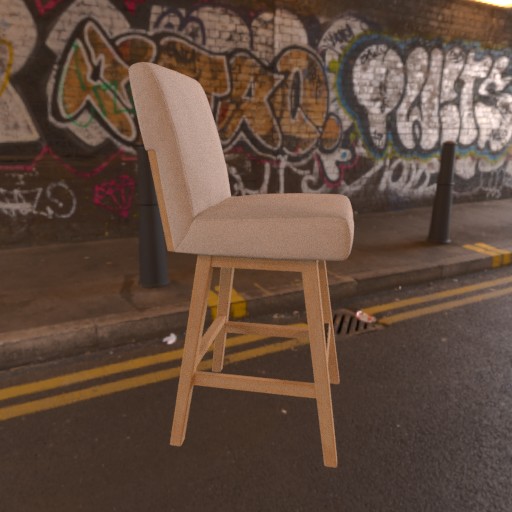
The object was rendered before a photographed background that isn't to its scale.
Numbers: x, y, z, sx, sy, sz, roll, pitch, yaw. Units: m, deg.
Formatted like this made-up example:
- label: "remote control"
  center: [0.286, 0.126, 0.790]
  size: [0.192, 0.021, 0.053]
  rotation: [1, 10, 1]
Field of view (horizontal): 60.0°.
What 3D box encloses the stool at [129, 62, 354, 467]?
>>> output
- label: "stool"
  center: [0.000, 0.000, 1.289]
  size: [0.543, 1.015, 0.446]
  rotation: [3, 15, 11]
